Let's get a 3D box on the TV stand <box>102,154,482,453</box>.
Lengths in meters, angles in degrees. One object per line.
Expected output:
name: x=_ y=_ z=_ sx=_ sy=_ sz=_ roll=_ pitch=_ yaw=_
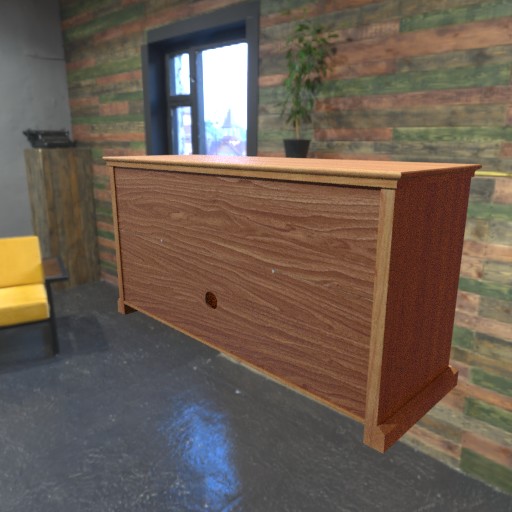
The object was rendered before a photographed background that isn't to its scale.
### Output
TV stand: x=0.000 y=0.000 z=1.432 sx=0.417 sy=0.607 sz=1.181 roll=-14 pitch=20 yaw=-43
